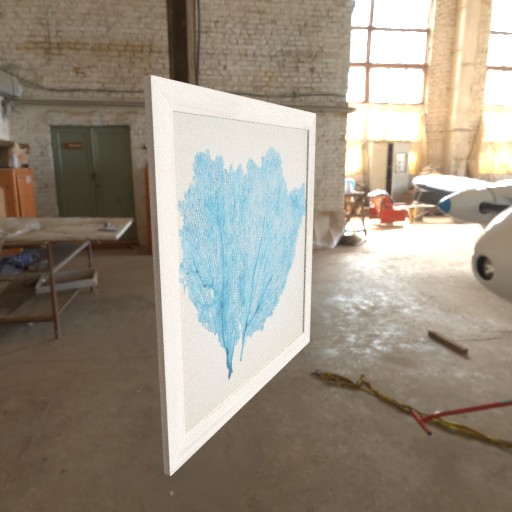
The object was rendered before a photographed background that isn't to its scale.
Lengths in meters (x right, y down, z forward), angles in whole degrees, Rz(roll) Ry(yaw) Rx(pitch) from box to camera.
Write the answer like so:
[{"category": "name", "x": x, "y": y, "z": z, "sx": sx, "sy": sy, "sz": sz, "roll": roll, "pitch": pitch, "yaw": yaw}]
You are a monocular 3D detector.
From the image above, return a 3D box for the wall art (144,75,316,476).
[{"category": "wall art", "x": 0.000, "y": 0.000, "z": 0.876, "sx": 0.013, "sy": 0.584, "sz": 0.584, "roll": 7, "pitch": 14, "yaw": 28}]
